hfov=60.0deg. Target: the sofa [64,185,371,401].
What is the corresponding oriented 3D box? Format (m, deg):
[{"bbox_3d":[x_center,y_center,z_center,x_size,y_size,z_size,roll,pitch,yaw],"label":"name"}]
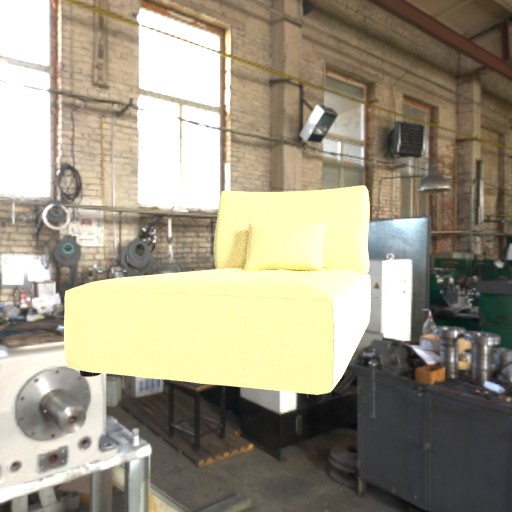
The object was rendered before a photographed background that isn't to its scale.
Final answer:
[{"bbox_3d":[0.000,0.000,2.038,0.930,0.820,1.450,0,0,18],"label":"sofa"}]
